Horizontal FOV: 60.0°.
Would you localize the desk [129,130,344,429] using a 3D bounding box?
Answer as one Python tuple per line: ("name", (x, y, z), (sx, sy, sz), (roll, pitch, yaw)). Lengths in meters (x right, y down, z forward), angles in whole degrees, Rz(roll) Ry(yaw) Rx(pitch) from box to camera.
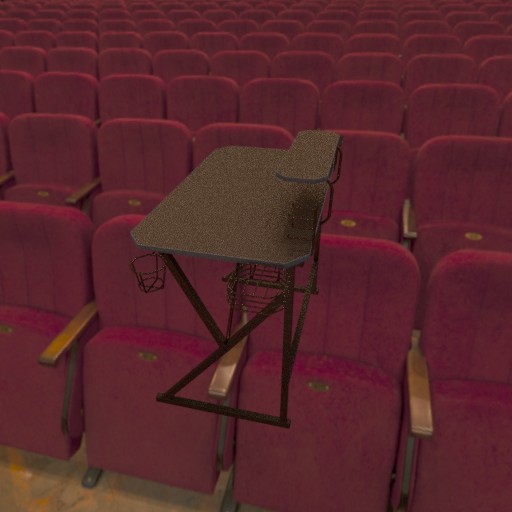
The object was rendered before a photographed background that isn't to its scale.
("desk", (0.000, 0.000, 1.814), (0.594, 0.909, 1.295), (7, 32, 12))
